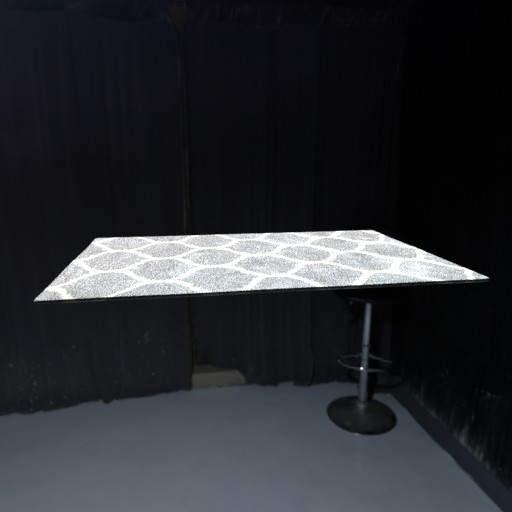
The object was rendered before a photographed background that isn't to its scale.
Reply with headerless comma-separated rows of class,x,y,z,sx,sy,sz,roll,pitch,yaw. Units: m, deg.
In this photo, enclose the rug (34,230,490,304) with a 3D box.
rug,0.000,0.000,3.428,2.701,0.026,1.801,-2,13,-9
